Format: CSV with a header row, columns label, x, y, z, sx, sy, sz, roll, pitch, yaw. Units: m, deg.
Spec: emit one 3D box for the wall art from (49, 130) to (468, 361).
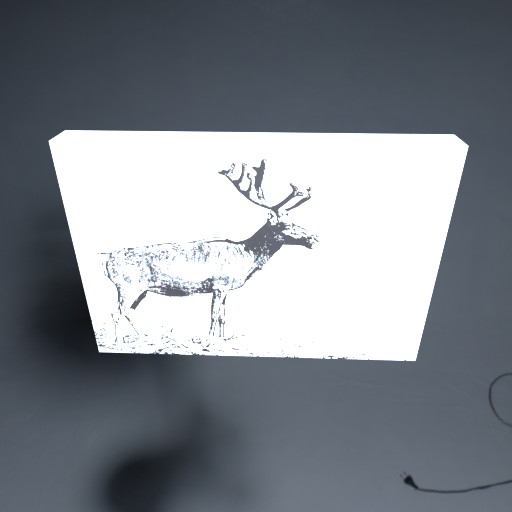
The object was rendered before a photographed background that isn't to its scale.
label,x,y,z,sx,sy,sz,roll,pitch,yaw
wall art,0.000,0.000,0.484,0.381,0.259,0.038,1,31,2
